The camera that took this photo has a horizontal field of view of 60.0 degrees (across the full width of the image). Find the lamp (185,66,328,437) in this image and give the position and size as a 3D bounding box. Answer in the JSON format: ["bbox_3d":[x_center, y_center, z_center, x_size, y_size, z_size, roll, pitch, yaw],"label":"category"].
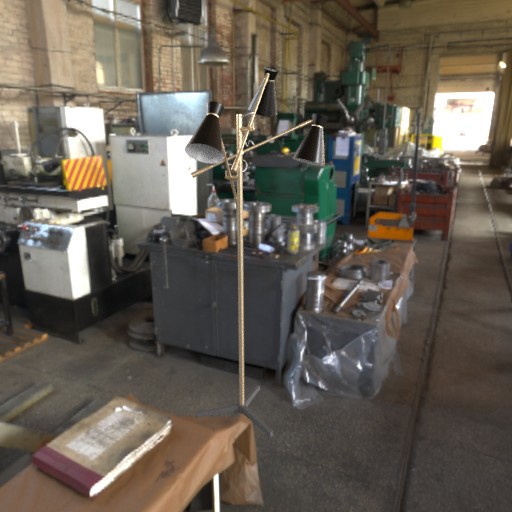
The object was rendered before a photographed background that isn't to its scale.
[{"bbox_3d":[0.000,0.000,2.193,0.653,1.804,0.750,-2,16,-8],"label":"lamp"}]
